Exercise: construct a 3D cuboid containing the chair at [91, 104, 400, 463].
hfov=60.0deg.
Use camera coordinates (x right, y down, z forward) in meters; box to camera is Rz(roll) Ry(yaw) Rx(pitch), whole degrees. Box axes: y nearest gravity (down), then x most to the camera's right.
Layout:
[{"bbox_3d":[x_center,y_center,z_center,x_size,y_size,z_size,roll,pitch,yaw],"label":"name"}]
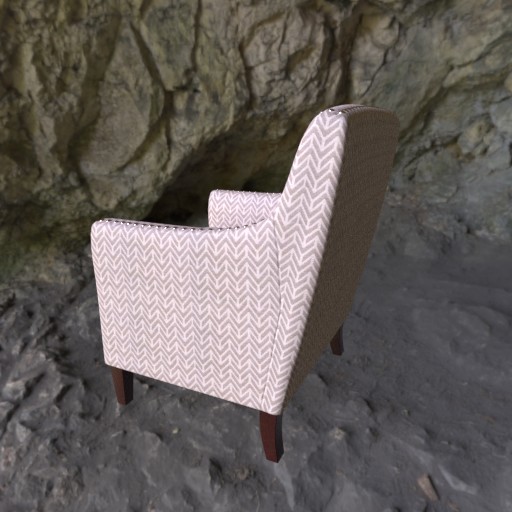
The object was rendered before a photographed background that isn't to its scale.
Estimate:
[{"bbox_3d":[0.000,0.000,1.280,0.651,0.816,0.623,8,19,25],"label":"chair"}]
